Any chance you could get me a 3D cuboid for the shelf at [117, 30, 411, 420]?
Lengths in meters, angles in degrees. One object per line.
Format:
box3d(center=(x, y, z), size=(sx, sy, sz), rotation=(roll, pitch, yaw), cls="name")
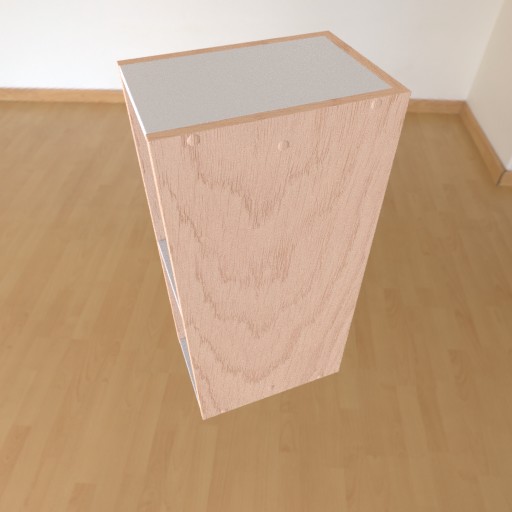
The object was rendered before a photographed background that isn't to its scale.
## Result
box3d(center=(0.000, 0.000, 0.728), size=(0.290, 0.600, 0.200), rotation=(-15, 48, -14), cls="shelf")
